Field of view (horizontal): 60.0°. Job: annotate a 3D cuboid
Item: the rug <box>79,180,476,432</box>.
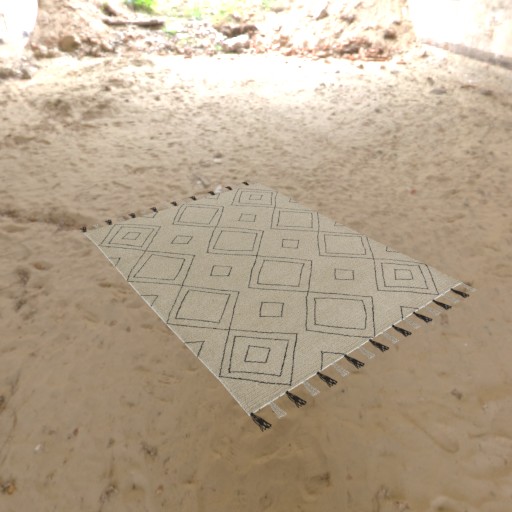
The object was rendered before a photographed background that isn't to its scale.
[{"bbox_3d":[0.000,0.000,4.290,2.342,0.026,3.221,-22,37,-31],"label":"rug"}]
